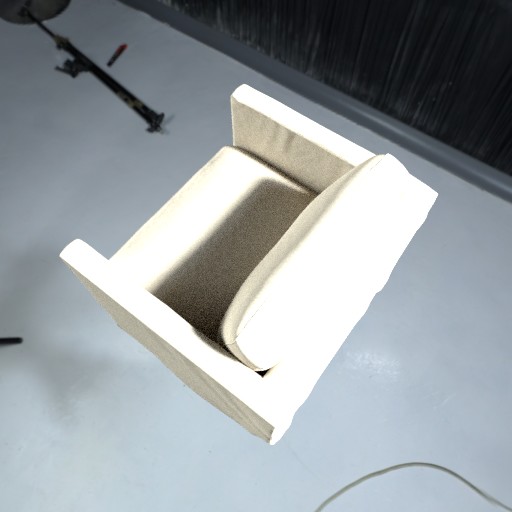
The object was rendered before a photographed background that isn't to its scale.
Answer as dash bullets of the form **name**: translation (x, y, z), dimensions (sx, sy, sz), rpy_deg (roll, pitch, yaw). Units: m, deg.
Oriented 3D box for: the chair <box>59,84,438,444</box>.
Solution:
- **chair**: translation (0.000, 0.000, 1.789), dimensions (0.949, 0.867, 1.057), rpy_deg (34, 68, 16)
